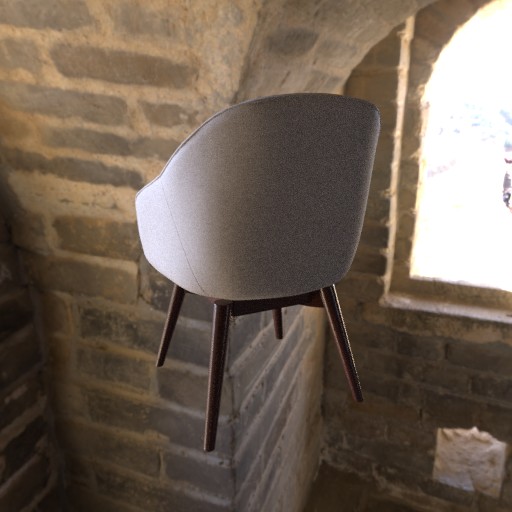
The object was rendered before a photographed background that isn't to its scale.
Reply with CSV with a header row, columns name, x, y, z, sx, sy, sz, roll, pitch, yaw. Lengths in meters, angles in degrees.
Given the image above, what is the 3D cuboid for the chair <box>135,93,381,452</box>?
name,x,y,z,sx,sy,sz,roll,pitch,yaw
chair,0.000,0.000,1.262,0.596,0.823,0.635,-7,16,-26
